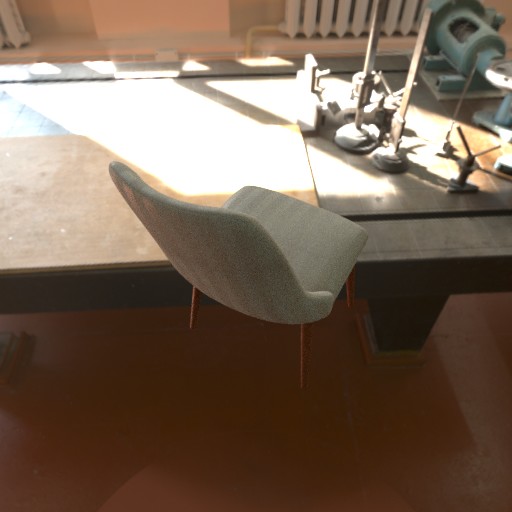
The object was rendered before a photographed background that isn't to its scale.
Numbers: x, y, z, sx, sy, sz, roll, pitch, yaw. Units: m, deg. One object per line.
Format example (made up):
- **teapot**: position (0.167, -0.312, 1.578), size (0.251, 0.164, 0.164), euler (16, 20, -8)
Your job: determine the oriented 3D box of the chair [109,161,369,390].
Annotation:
- **chair**: position (0.000, 0.000, 1.314), size (0.526, 0.917, 0.684), euler (24, 51, 21)
